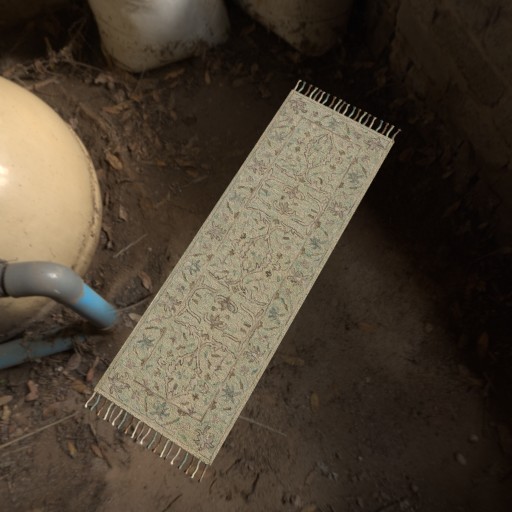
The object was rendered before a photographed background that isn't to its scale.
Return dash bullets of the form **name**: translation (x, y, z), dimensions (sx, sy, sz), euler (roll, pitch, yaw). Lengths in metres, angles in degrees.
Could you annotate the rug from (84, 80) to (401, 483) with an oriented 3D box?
- **rug**: translation (0.000, 0.000, 2.666), dimensions (0.769, 0.013, 2.440), euler (30, 76, 8)
